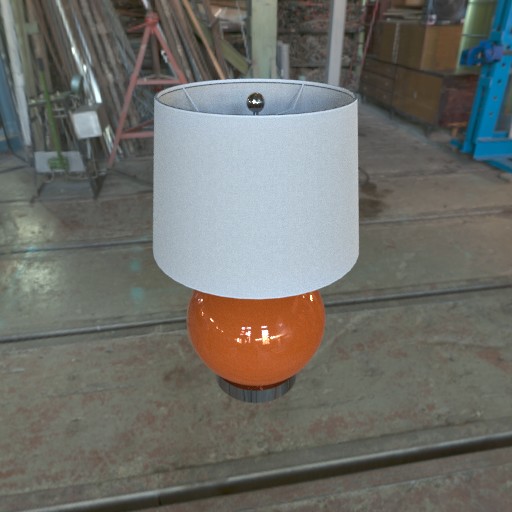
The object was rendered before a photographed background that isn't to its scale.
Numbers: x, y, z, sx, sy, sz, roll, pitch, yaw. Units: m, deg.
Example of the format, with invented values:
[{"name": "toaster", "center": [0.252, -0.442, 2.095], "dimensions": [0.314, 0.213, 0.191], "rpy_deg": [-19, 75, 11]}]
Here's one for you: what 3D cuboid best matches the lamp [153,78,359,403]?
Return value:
[{"name": "lamp", "center": [0.000, 0.000, 0.552], "dimensions": [0.247, 0.387, 0.247], "rpy_deg": [0, 30, 0]}]
